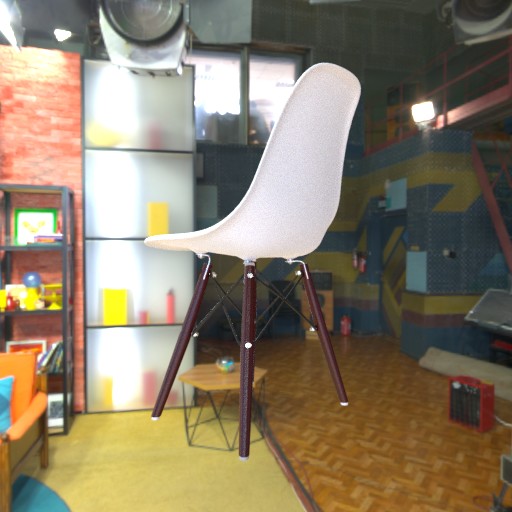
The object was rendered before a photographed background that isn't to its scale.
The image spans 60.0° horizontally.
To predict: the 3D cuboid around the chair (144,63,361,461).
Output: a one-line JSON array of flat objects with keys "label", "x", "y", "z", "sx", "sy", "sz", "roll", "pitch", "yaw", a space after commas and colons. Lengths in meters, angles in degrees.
[{"label": "chair", "x": 0.000, "y": 0.000, "z": 1.157, "sx": 0.533, "sy": 0.826, "sz": 0.470, "roll": 1, "pitch": 1, "yaw": 38}]
